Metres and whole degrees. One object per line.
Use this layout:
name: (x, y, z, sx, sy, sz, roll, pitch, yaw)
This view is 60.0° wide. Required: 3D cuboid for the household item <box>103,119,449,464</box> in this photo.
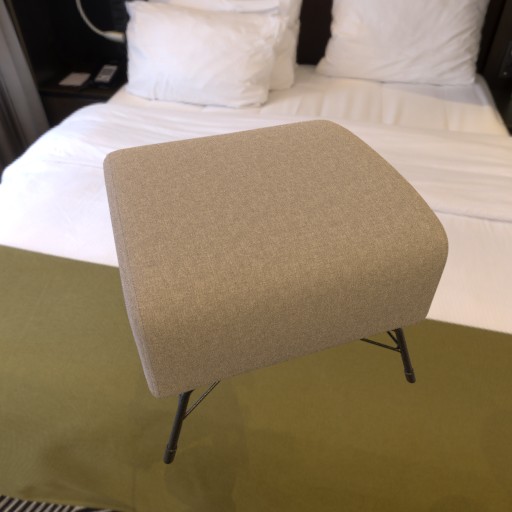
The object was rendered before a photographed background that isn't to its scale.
household item: (0.000, 0.000, 0.914, 0.530, 0.410, 0.530, -13, 43, -14)
